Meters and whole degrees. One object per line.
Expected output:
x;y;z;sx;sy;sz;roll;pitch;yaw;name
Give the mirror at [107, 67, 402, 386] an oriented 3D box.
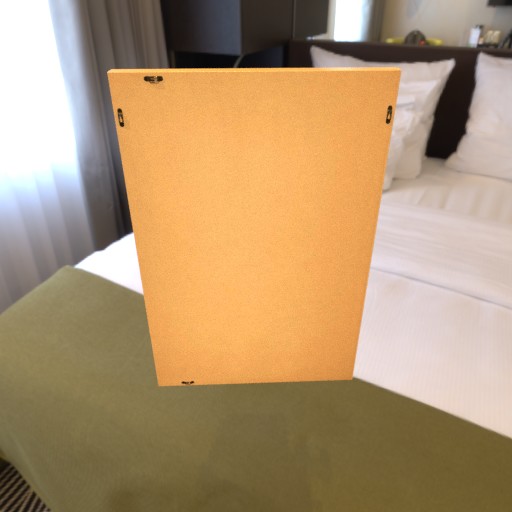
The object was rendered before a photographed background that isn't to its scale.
0.000;0.000;1.168;0.609;0.915;0.041;-1;31;-2;mirror
